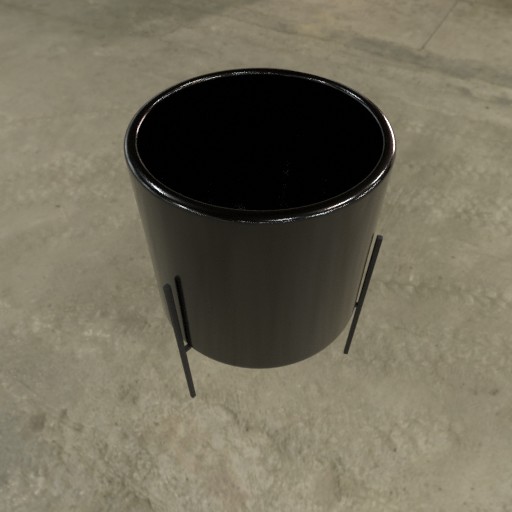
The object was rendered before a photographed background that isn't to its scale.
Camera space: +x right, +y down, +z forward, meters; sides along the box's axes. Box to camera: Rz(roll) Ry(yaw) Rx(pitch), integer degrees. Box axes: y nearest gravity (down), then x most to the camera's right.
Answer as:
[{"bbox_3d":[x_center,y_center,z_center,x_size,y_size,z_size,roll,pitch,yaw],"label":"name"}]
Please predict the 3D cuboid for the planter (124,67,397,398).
[{"bbox_3d":[0.000,0.000,0.654,0.310,0.432,0.310,-25,53,-21],"label":"planter"}]
